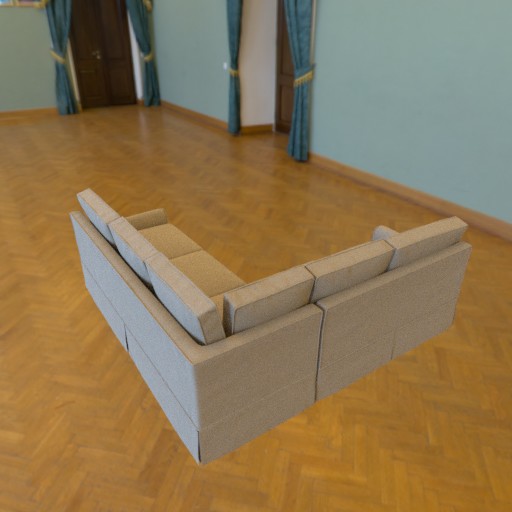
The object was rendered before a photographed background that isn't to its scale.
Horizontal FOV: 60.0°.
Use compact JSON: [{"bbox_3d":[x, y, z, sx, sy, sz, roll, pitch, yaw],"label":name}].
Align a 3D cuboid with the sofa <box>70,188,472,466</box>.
[{"bbox_3d":[0.000,0.000,4.274,2.730,1.124,2.733,-18,33,-30],"label":"sofa"}]
